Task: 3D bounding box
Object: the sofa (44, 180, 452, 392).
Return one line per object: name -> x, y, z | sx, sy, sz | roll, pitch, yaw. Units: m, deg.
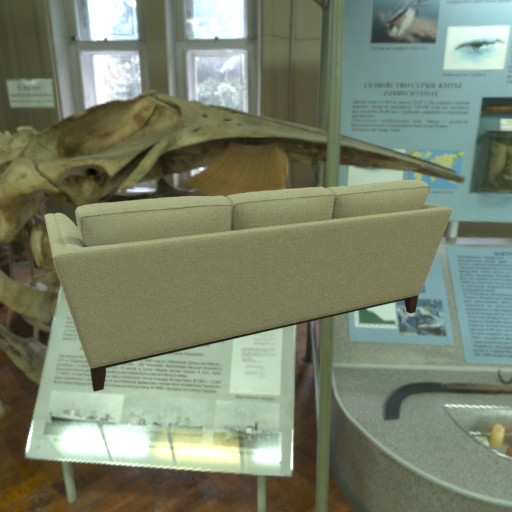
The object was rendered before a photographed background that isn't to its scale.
sofa -> 0.000, 0.000, 2.867 | 2.388, 0.940, 0.965 | -8, 19, -25
